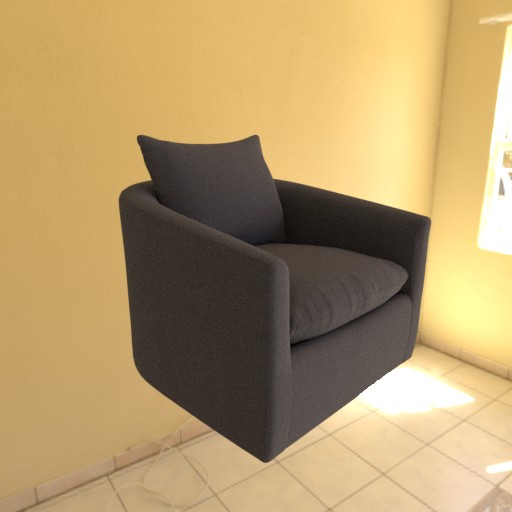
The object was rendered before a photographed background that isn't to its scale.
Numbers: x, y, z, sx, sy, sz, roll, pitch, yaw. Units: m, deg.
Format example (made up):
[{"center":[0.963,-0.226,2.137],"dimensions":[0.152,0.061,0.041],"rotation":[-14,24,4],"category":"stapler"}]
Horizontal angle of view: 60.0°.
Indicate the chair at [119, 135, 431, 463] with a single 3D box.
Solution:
[{"center":[0.000,0.000,1.594],"dimensions":[0.910,0.848,0.845],"rotation":[14,20,43],"category":"chair"}]
